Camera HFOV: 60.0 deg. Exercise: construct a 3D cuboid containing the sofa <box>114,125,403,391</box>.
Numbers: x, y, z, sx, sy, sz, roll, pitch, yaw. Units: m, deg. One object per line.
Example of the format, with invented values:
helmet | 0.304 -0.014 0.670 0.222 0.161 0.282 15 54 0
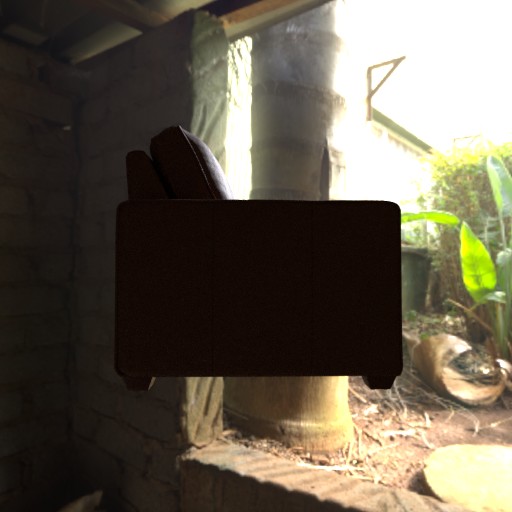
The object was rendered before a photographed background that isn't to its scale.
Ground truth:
sofa | 0.000 0.000 2.248 0.947 0.918 1.709 0 -2 -1
